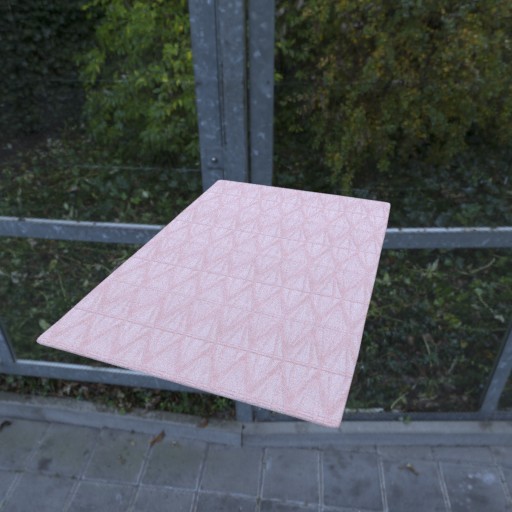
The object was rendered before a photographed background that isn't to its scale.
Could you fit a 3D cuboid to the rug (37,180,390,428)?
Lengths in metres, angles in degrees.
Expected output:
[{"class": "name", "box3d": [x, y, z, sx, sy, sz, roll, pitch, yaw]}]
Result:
[{"class": "rug", "box3d": [0.000, 0.000, 3.042, 1.609, 0.015, 2.390, 11, 33, 17]}]
